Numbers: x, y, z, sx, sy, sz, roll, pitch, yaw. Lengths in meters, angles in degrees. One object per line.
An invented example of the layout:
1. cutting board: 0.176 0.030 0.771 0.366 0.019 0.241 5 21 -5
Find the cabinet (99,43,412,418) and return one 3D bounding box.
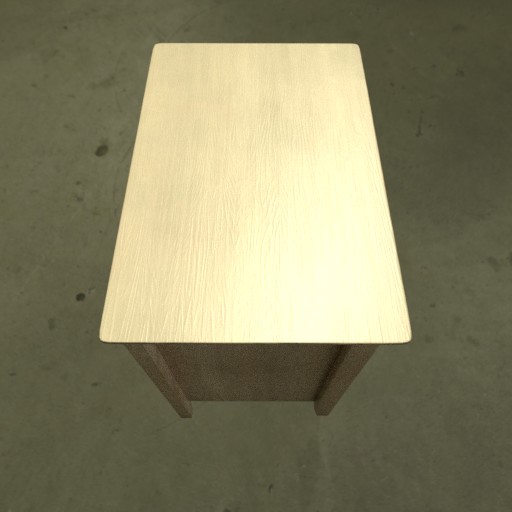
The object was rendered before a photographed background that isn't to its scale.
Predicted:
1. cabinet: 0.000 0.000 1.222 0.503 0.762 0.763 0 60 0
